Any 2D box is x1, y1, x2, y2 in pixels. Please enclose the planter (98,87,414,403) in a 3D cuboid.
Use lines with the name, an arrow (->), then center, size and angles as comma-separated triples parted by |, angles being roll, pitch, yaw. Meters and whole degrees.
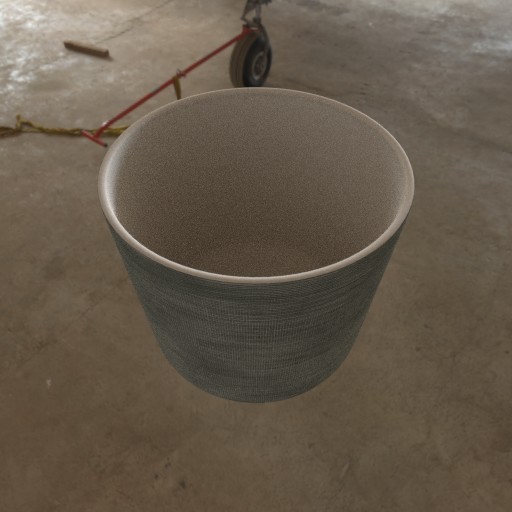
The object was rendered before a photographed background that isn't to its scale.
planter -> 0.000, 0.000, 0.778 | 0.440, 0.398, 0.440 | 0, 48, 0
